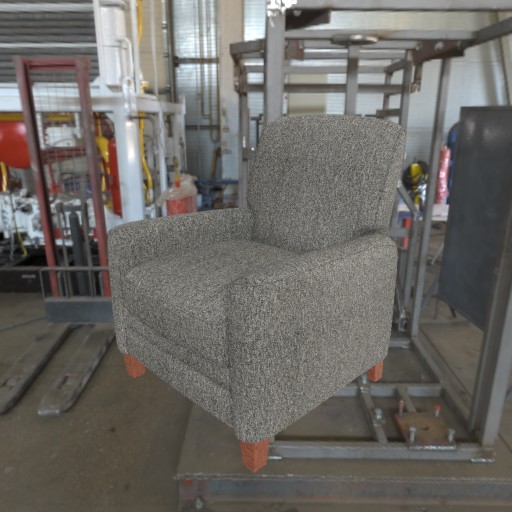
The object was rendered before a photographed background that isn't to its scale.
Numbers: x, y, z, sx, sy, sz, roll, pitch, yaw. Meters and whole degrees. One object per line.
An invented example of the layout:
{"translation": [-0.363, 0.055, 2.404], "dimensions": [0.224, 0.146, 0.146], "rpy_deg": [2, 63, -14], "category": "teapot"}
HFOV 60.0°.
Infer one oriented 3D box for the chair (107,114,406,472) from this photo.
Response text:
{"translation": [0.000, 0.000, 1.658], "dimensions": [0.864, 1.014, 0.848], "rpy_deg": [-16, 24, -42], "category": "chair"}
